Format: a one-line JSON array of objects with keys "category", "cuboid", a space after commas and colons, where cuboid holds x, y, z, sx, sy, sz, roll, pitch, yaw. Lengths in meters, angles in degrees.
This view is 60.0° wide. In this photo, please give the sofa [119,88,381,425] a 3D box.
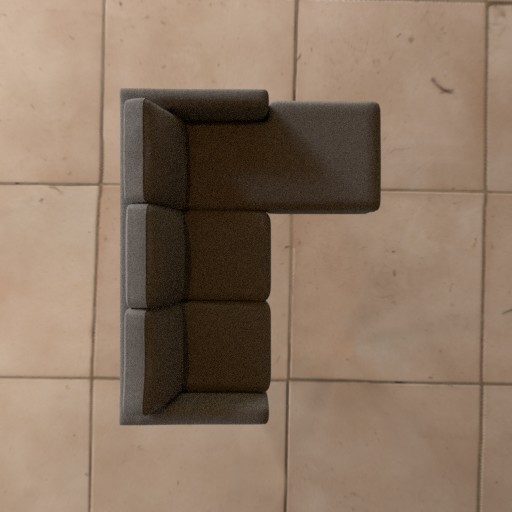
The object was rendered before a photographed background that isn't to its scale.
[{"category": "sofa", "cuboid": [0.000, 0.000, 2.915, 1.667, 0.957, 2.055, 0, 90, -1]}]
